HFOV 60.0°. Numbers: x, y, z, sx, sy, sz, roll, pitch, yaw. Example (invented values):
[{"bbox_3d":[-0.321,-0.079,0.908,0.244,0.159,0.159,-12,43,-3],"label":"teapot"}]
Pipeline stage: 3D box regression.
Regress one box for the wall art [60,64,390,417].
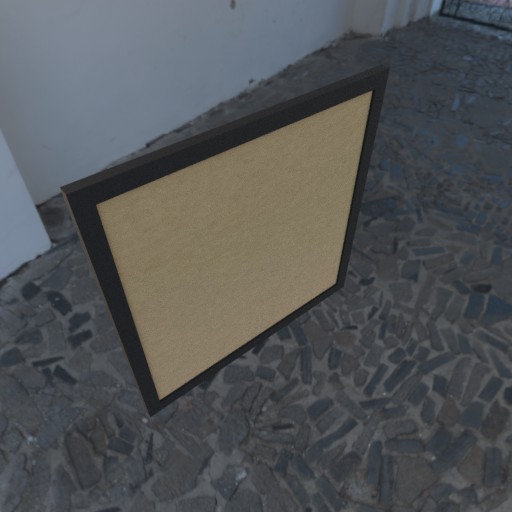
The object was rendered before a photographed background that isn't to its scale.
[{"bbox_3d":[0.000,0.000,0.526,0.358,0.357,0.012,-29,52,-26],"label":"wall art"}]
